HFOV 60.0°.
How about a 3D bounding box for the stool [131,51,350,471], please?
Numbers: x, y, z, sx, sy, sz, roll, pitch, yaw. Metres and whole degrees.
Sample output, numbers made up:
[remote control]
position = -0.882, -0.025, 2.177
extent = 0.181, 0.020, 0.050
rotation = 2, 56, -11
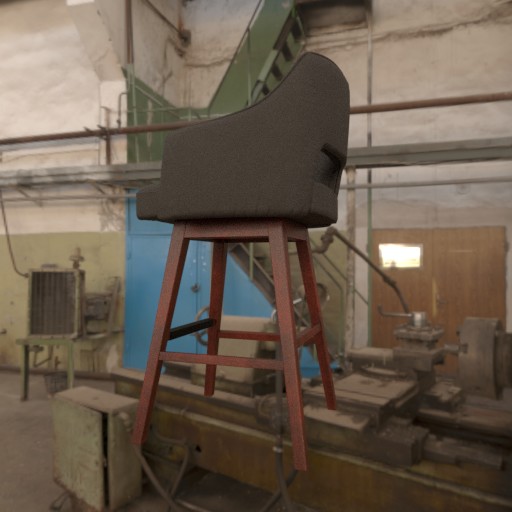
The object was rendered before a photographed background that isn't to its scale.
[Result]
[stool]
position = 0.000, 0.000, 1.330
extent = 0.558, 1.012, 0.548
rotation = 0, -1, 19
